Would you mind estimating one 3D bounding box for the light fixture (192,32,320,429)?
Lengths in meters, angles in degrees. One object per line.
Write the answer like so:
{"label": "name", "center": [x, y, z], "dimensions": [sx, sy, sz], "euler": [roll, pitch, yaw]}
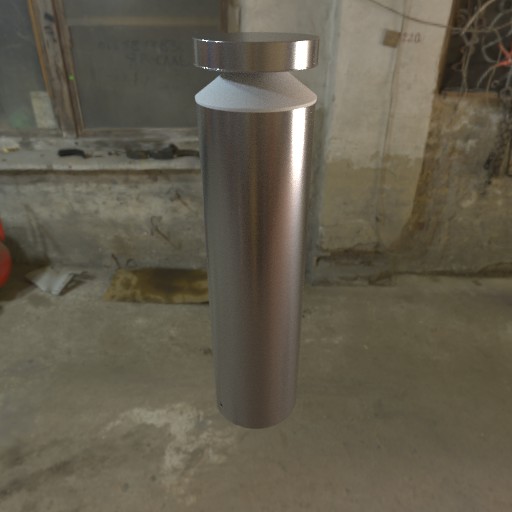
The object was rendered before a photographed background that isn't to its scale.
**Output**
{"label": "light fixture", "center": [0.000, 0.000, 0.450], "dimensions": [0.102, 0.400, 0.102], "euler": [-20, 36, -30]}
